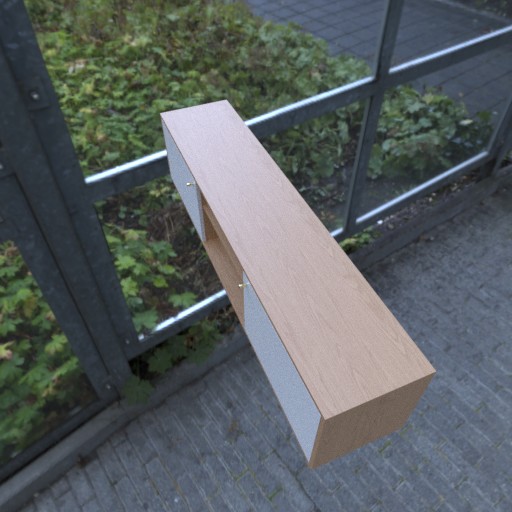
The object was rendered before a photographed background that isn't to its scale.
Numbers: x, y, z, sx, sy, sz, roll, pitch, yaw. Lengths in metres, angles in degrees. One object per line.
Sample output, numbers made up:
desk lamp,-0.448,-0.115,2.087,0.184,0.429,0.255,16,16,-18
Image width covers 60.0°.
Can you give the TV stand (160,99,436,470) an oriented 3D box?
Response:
TV stand,0.000,0.000,2.006,0.400,0.580,1.760,-17,49,-15
